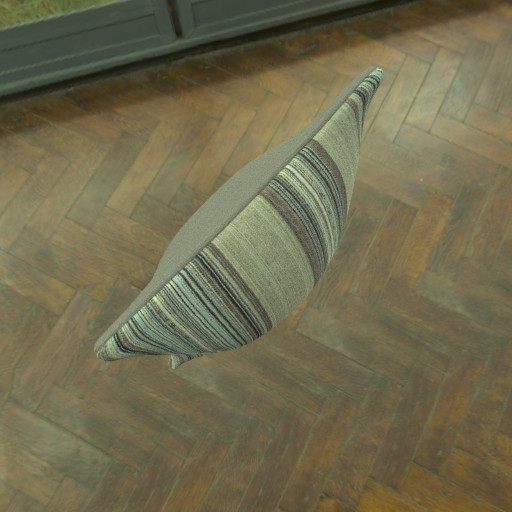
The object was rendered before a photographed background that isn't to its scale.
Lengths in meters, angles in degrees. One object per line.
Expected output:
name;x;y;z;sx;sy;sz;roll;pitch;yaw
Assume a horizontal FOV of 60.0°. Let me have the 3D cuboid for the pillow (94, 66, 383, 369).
pillow;0.000;0.000;0.650;0.189;0.416;0.435;41;78;10
